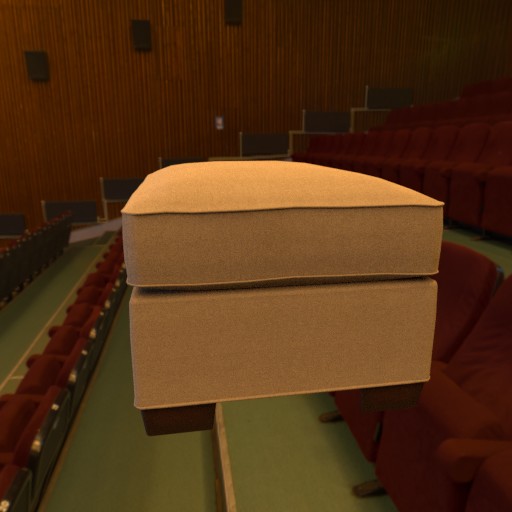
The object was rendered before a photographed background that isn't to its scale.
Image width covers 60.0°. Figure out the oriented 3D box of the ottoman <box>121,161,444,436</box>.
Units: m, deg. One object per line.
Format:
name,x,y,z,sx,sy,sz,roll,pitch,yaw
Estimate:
ottoman,0.000,0.000,1.237,0.617,0.503,0.846,-3,15,-10
